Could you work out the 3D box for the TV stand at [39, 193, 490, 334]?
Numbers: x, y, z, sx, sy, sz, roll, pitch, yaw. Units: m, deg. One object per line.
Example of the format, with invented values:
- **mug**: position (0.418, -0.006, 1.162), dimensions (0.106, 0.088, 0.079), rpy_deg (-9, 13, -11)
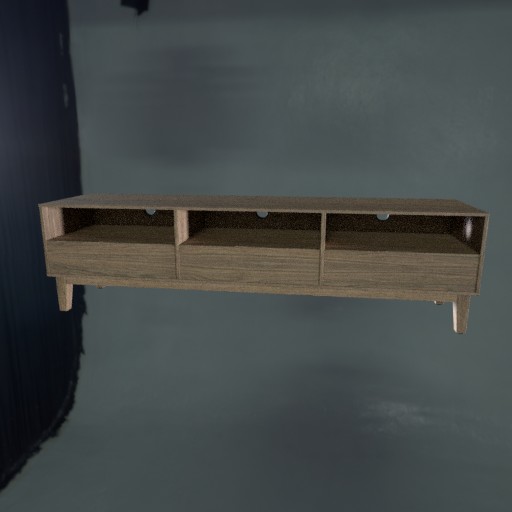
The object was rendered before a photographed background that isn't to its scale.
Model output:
- **TV stand**: position (0.000, 0.000, 1.669), dimensions (1.482, 0.409, 0.366), rpy_deg (2, 14, 8)
